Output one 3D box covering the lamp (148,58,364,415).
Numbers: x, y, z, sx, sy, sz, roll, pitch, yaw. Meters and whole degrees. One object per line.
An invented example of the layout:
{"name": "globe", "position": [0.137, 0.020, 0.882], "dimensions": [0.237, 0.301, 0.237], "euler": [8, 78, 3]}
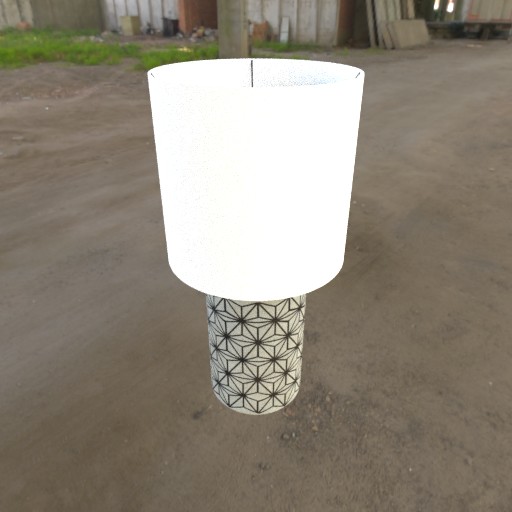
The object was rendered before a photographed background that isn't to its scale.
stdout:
{"name": "lamp", "position": [0.000, 0.000, 0.533], "dimensions": [0.206, 0.416, 0.206], "euler": [-1, 30, -1]}
